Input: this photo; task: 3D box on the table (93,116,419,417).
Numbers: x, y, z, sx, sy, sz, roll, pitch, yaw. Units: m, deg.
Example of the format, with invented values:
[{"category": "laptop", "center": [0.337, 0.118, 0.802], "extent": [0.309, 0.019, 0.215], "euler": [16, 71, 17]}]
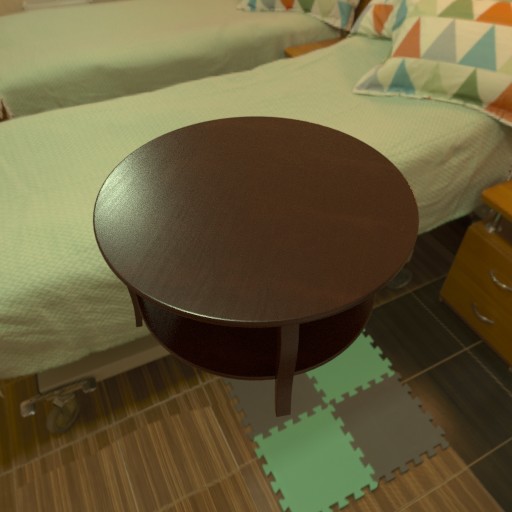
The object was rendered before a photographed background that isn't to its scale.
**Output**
[{"category": "table", "center": [0.000, 0.000, 1.457], "extent": [0.911, 0.512, 0.911], "euler": [0, 45, 0]}]
